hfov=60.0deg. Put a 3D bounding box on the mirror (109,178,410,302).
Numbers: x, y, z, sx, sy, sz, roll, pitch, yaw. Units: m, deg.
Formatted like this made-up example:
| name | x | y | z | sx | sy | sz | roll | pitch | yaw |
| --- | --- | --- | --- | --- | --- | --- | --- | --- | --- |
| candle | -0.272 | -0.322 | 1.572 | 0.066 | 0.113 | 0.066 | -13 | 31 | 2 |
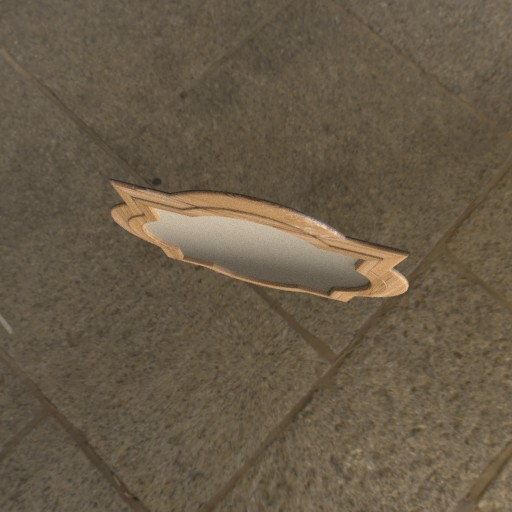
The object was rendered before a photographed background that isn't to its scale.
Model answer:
| name | x | y | z | sx | sy | sz | roll | pitch | yaw |
| --- | --- | --- | --- | --- | --- | --- | --- | --- | --- |
| mirror | 0.000 | 0.000 | 1.044 | 0.686 | 0.686 | 0.019 | 14 | 76 | 4 |
